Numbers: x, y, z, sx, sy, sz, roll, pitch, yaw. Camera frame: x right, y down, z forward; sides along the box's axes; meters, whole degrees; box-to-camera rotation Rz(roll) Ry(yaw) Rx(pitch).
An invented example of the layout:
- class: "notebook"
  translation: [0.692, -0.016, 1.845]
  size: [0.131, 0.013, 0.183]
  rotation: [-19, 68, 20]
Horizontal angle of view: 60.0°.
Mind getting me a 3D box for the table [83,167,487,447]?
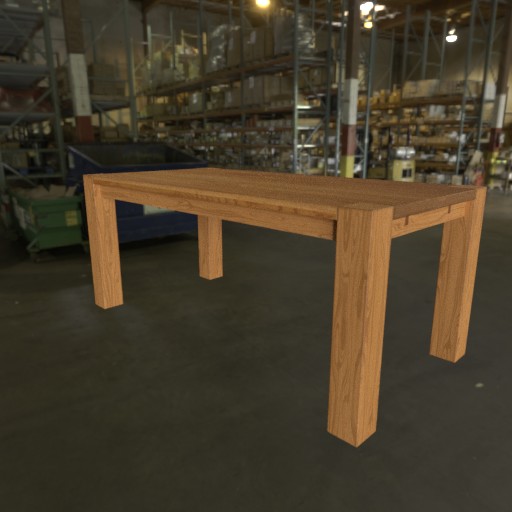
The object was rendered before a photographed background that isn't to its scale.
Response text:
- class: "table"
  translation: [0.000, 0.000, 2.234]
  size: [1.800, 0.760, 0.900]
  rotation: [14, 20, 43]
